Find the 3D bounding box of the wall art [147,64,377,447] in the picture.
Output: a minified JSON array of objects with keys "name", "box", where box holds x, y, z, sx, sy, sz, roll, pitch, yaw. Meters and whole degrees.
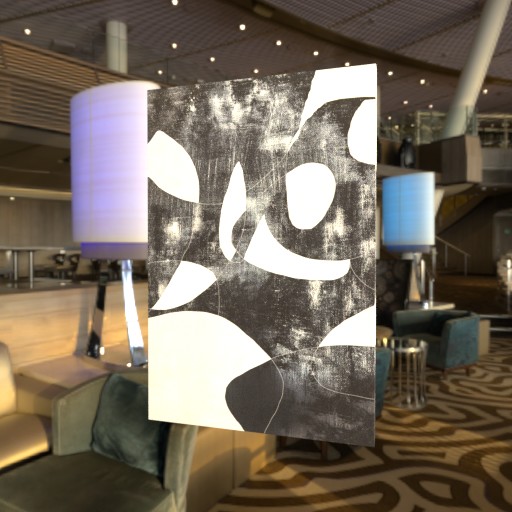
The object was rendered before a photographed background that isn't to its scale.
[{"name":"wall art","box":[0.000,0.000,0.781,0.407,0.610,0.039,0,1,17]}]
